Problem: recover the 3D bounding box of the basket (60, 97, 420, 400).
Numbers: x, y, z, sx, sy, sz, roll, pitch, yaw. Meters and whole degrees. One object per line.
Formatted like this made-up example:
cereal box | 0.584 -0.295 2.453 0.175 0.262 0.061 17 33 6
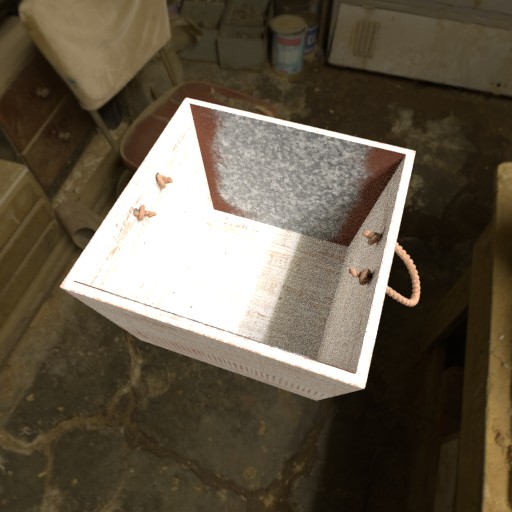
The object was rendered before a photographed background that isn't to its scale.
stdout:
basket | 0.000 0.000 0.764 0.545 0.247 0.413 16 59 10
